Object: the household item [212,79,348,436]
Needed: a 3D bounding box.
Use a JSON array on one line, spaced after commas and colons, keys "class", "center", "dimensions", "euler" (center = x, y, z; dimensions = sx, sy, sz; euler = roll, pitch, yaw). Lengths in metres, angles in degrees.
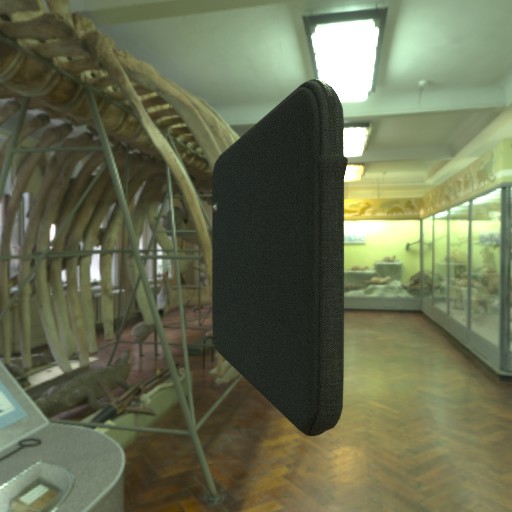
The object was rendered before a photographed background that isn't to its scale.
[{"class": "household item", "center": [0.000, 0.000, 0.530], "dimensions": [0.030, 0.305, 0.396], "euler": [0, 1, -18]}]
